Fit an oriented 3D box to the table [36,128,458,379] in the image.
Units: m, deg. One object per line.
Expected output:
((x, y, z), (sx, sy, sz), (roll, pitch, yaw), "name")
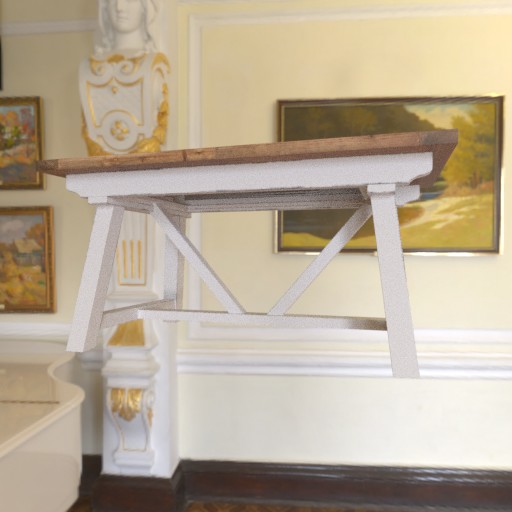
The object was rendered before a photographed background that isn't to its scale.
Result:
((0.000, 0.000, 1.940), (1.503, 0.743, 0.922), (0, 0, 17), "table")
